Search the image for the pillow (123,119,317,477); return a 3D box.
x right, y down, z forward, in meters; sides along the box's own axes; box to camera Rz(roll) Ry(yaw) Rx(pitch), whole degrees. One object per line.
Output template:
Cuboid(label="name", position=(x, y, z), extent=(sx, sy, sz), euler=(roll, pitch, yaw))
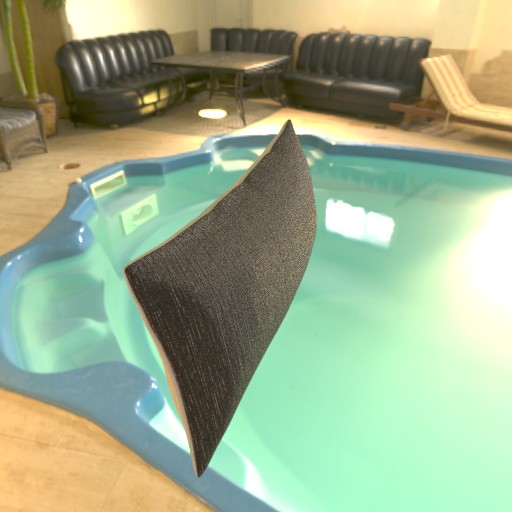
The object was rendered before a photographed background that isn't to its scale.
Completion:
Cuboid(label="pillow", position=(0.000, 0.000, 0.735), extent=(0.156, 0.305, 0.608), euler=(10, 32, 16))
